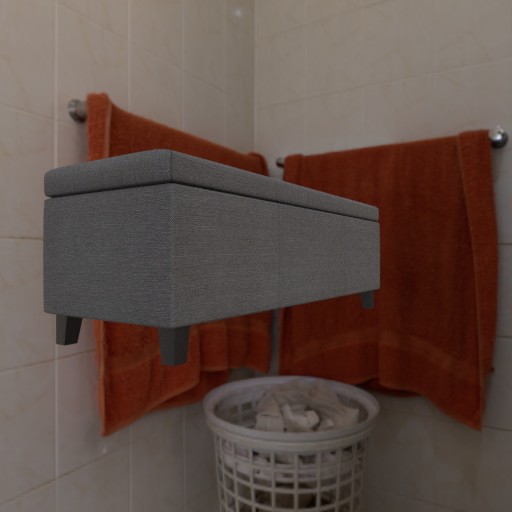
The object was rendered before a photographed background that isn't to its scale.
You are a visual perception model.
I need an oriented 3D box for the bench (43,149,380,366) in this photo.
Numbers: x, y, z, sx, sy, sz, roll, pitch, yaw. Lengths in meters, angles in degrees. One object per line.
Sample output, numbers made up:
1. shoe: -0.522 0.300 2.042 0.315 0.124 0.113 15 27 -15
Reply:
1. bench: 0.000 0.000 1.485 0.446 0.438 1.269 0 0 34
